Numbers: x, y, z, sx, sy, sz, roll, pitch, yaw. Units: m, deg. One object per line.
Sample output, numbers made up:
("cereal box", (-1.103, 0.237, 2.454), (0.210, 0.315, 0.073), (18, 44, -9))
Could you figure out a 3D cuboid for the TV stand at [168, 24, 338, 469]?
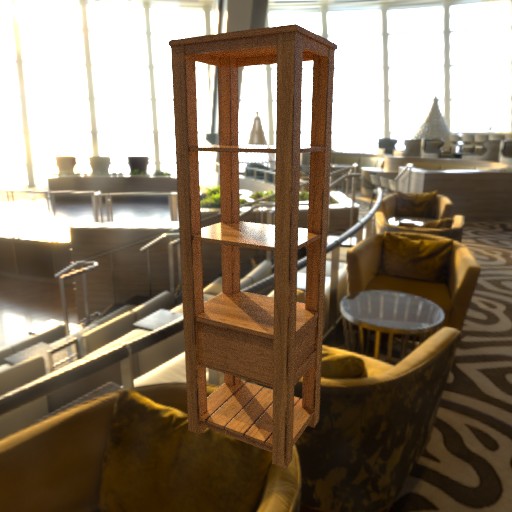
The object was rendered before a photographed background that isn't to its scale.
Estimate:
("TV stand", (0.000, 0.000, 2.070), (0.565, 1.828, 0.435), (9, 18, 28))
